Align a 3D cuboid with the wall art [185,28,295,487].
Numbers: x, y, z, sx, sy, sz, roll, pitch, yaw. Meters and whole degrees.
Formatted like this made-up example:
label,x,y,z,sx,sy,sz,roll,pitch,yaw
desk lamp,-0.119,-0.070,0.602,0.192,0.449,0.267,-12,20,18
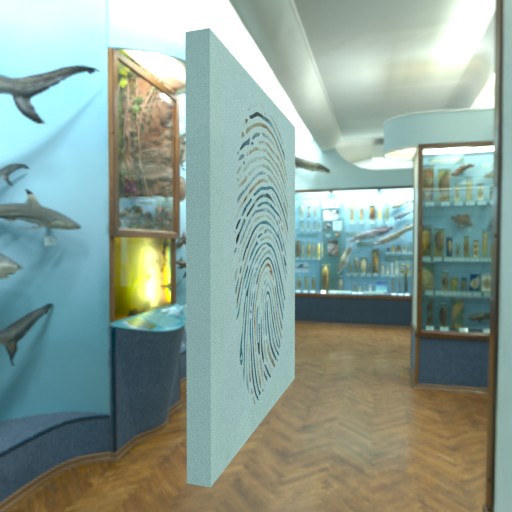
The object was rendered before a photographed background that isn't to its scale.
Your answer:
label,x,y,z,sx,sy,sz,roll,pitch,yaw
wall art,0.000,0.000,0.830,0.037,0.606,0.508,0,2,18
